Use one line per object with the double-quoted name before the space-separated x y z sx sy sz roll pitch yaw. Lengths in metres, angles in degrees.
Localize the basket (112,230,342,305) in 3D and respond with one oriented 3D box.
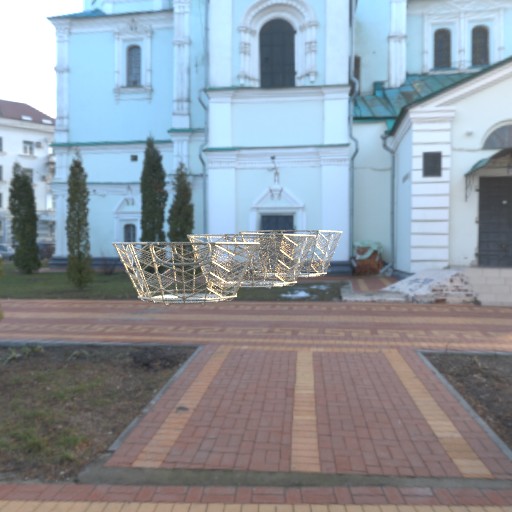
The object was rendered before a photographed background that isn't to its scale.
"basket" 0.000 0.000 1.416 0.432 0.178 1.246 0 1 19
